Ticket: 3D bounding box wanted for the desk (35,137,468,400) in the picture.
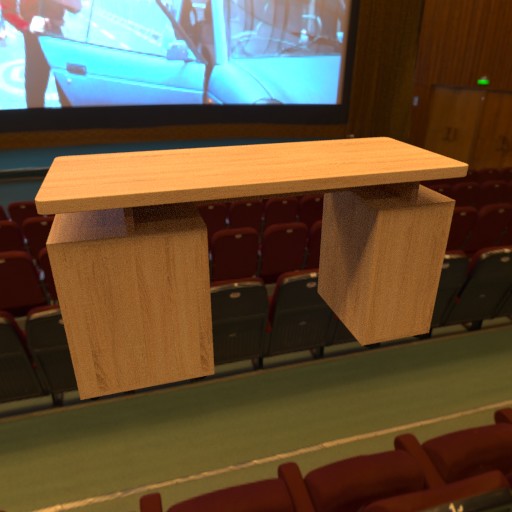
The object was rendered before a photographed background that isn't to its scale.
[{"bbox_3d":[0.000,0.000,1.761,1.400,0.760,0.550,-7,26,-15],"label":"desk"}]
